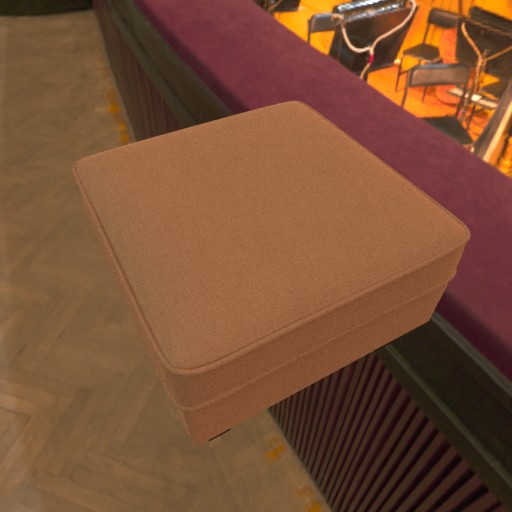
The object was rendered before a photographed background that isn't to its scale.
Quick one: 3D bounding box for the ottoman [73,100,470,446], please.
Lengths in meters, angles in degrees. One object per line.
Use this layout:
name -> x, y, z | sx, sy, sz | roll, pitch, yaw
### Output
ottoman -> 0.000, 0.000, 1.013 | 0.613, 0.438, 0.616 | -22, 50, -20
